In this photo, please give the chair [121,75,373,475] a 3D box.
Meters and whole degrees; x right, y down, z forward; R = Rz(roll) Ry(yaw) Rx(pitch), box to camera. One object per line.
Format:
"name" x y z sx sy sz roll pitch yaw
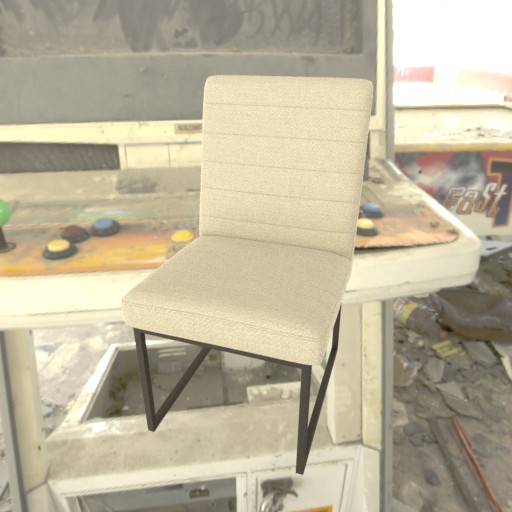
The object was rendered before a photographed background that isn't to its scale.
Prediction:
"chair" 0.000 0.000 1.278 0.520 0.930 0.634 8 27 17
